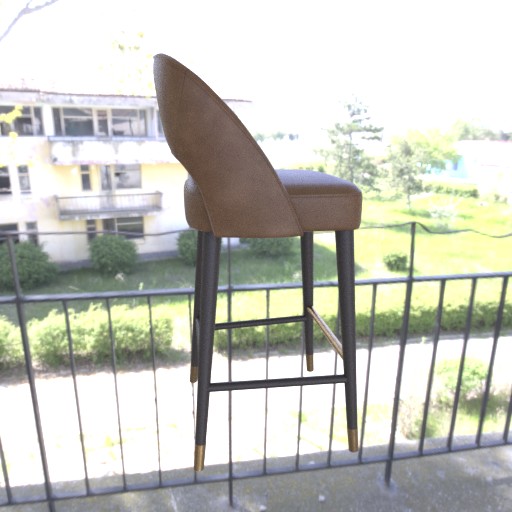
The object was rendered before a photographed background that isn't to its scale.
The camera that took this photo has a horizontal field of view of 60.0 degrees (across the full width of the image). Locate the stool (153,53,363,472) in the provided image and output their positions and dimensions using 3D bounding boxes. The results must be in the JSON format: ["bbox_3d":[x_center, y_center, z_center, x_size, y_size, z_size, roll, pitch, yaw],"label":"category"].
[{"bbox_3d":[0.000,0.000,1.261,0.509,1.037,0.494,-3,17,-9],"label":"stool"}]
